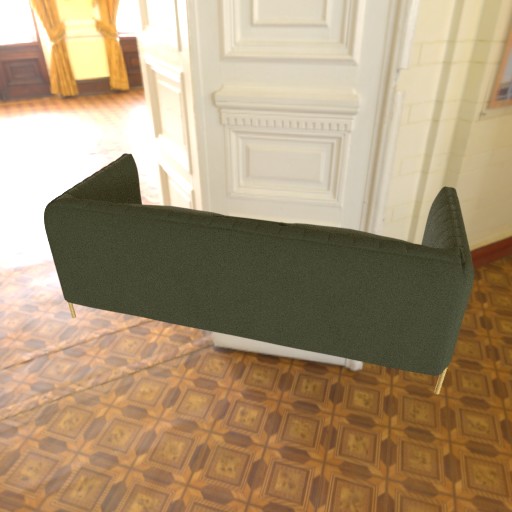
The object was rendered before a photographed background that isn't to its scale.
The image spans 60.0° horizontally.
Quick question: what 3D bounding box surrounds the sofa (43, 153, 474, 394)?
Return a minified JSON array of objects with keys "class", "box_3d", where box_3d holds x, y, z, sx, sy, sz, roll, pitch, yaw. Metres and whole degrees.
[{"class":"sofa","box_3d":[0.000,0.000,2.548,2.137,0.793,0.896,9,33,14]}]
